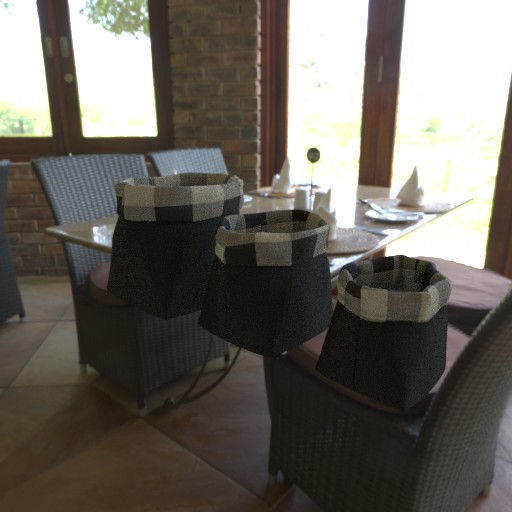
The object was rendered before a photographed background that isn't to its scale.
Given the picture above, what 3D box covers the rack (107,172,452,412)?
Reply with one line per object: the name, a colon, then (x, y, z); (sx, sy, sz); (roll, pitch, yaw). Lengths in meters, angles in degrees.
rack: (0.000, 0.000, 1.053); (0.889, 0.329, 0.370); (15, 22, 41)
